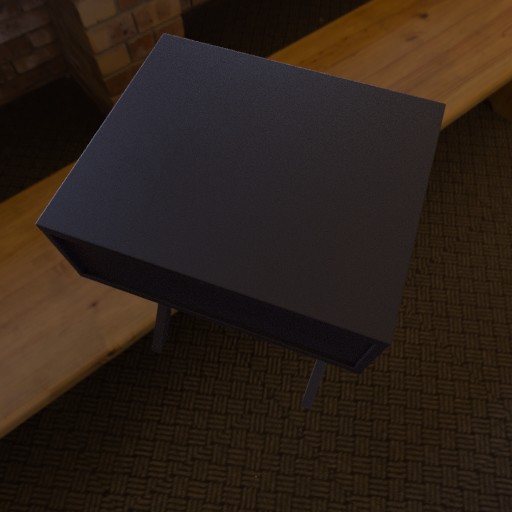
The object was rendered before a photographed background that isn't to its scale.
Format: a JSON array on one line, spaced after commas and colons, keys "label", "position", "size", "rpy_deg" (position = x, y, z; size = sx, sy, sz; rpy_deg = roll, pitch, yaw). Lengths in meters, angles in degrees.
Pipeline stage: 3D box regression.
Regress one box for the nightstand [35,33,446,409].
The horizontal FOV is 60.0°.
[{"label": "nightstand", "position": [0.000, 0.000, 0.914], "size": [0.479, 0.623, 0.402], "rpy_deg": [18, 65, 9]}]
